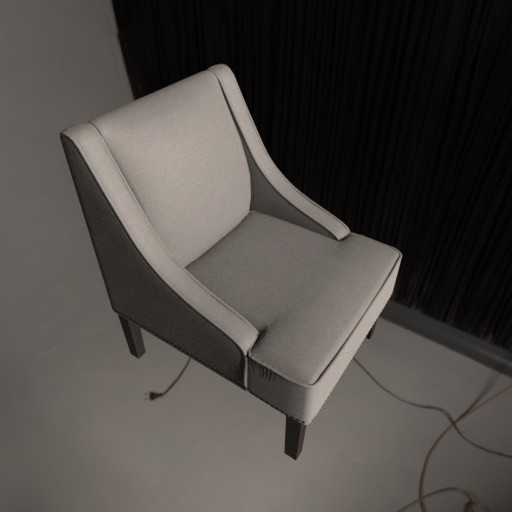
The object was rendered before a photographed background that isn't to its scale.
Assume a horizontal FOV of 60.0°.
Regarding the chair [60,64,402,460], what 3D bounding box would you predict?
[{"bbox_3d":[0.000,0.000,1.366,0.747,0.867,0.631,24,46,25],"label":"chair"}]
